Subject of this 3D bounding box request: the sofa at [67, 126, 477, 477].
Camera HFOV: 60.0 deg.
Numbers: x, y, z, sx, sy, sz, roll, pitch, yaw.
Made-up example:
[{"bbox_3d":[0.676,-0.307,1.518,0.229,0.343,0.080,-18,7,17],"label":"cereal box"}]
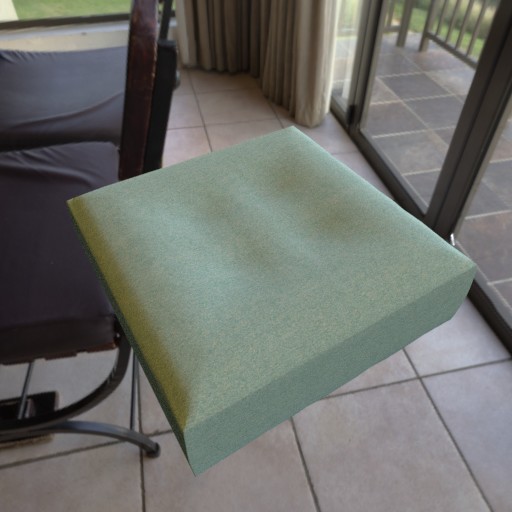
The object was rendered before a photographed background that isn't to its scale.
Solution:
[{"bbox_3d":[0.000,0.000,1.441,0.930,0.330,0.930,-24,50,-22],"label":"sofa"}]
